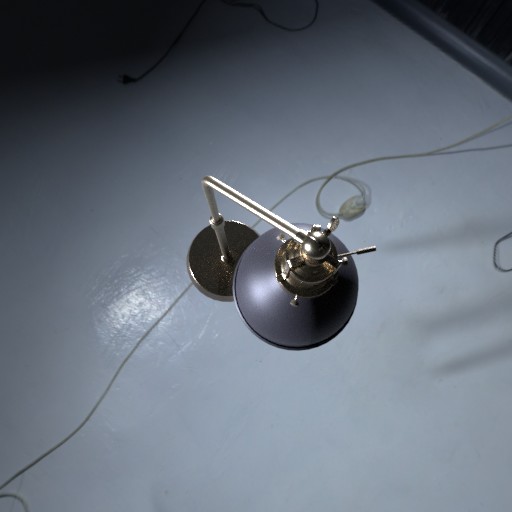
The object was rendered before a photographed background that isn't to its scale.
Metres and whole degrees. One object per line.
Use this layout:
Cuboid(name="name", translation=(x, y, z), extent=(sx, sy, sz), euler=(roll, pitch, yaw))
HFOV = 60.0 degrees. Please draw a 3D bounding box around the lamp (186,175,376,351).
Cuboid(name="lamp", translation=(0.000, 0.000, 0.586), extent=(0.291, 0.456, 0.160), euler=(40, 80, 9))
